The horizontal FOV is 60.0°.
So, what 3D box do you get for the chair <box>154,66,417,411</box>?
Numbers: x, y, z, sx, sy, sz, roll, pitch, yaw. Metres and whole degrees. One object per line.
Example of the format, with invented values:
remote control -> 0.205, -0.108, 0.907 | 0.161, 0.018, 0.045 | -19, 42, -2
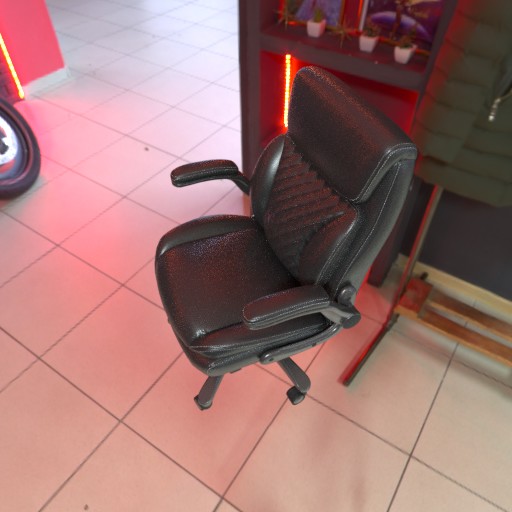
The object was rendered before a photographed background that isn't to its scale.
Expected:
chair -> 0.000, 0.000, 1.604 | 0.724, 1.110, 0.782 | -18, 49, -16
